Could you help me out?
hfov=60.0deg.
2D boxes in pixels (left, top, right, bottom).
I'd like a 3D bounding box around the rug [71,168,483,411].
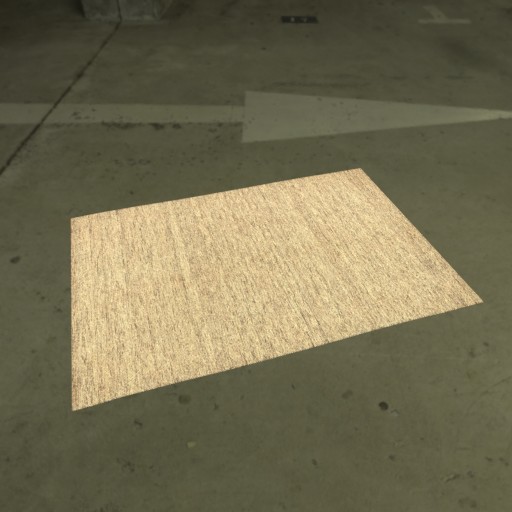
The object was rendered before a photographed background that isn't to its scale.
[{"bbox_3d":[0.000,0.000,2.865,2.283,0.013,1.547,-12,44,-13],"label":"rug"}]
